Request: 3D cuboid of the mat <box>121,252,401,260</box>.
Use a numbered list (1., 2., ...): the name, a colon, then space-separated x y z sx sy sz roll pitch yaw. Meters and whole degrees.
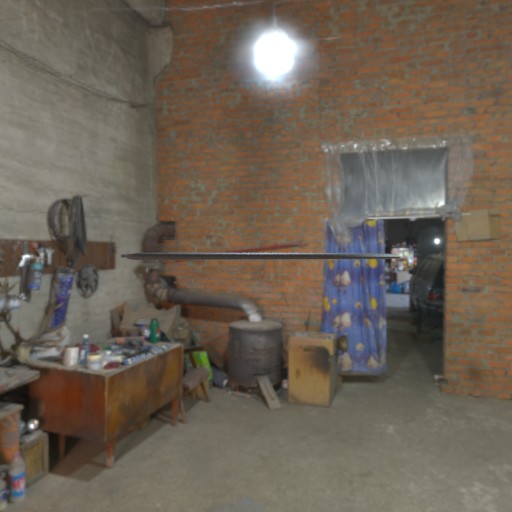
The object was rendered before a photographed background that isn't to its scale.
1. mat: 0.000 0.000 1.599 0.917 0.016 1.220 0 0 -18
